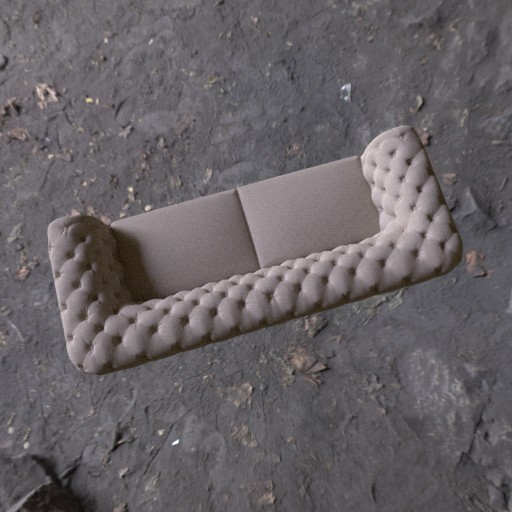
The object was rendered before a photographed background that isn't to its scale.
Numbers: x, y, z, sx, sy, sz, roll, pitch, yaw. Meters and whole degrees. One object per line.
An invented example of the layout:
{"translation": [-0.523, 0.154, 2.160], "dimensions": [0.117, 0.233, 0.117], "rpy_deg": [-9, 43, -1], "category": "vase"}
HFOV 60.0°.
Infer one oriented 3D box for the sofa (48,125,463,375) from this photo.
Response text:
{"translation": [0.000, 0.000, 3.245], "dimensions": [2.694, 0.847, 1.076], "rpy_deg": [-16, 78, -4], "category": "sofa"}
